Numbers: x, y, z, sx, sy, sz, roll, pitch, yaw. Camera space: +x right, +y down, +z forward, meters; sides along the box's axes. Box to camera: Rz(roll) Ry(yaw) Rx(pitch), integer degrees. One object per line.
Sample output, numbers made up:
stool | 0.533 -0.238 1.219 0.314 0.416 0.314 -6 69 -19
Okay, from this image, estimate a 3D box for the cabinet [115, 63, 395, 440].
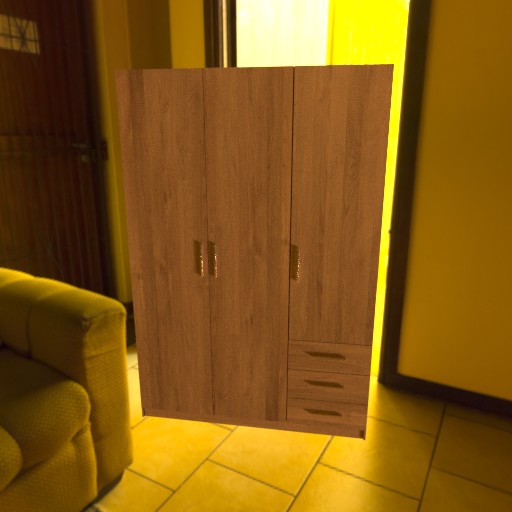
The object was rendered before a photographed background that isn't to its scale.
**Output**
cabinet | 0.000 0.000 2.491 1.290 1.910 0.510 3 16 9
